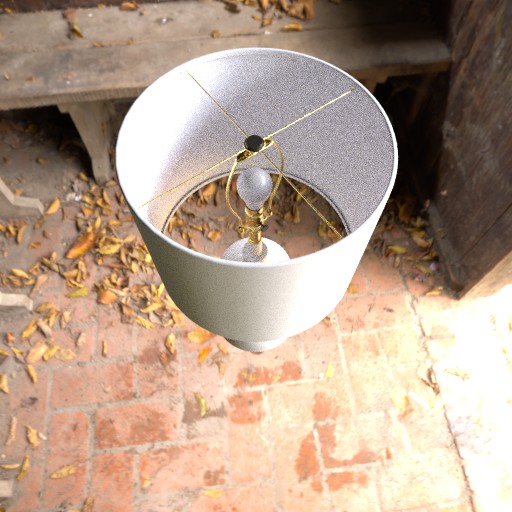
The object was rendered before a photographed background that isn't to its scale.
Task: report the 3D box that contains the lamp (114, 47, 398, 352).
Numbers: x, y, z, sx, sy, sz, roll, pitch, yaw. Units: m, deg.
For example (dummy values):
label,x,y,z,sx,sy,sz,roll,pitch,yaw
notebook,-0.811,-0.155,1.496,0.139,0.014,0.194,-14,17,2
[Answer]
label,x,y,z,sx,sy,sz,roll,pitch,yaw
lamp,0.000,0.000,0.711,0.301,0.533,0.301,-33,67,-16
